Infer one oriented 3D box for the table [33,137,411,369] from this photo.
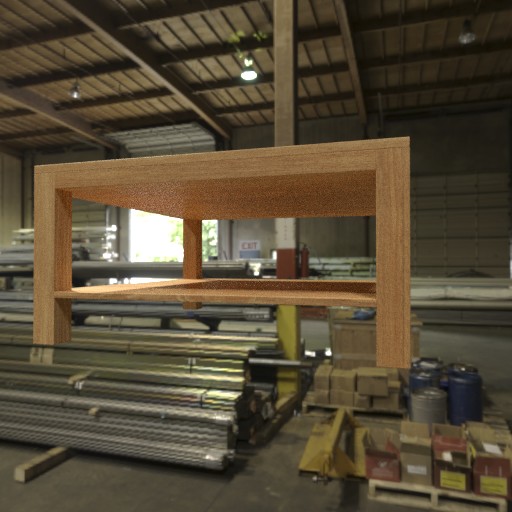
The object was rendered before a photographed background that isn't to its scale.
[{"bbox_3d":[0.000,0.000,1.419,0.900,0.450,0.900,0,-1,17],"label":"table"}]
